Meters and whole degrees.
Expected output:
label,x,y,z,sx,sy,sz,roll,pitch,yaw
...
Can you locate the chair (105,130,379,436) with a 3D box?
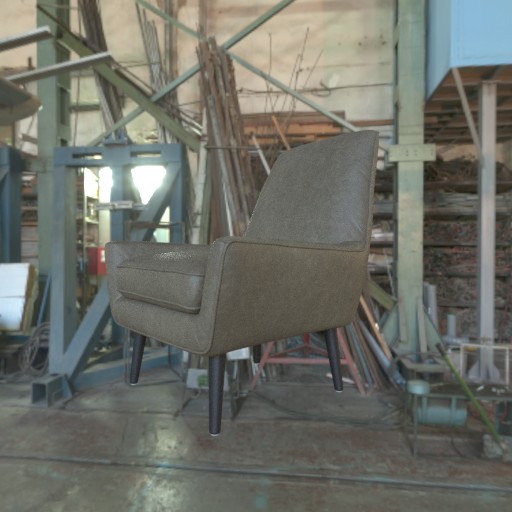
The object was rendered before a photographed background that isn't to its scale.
label,x,y,z,sx,sy,sz,roll,pitch,yaw
chair,0.000,0.000,1.519,0.824,0.888,0.787,-1,1,-37
